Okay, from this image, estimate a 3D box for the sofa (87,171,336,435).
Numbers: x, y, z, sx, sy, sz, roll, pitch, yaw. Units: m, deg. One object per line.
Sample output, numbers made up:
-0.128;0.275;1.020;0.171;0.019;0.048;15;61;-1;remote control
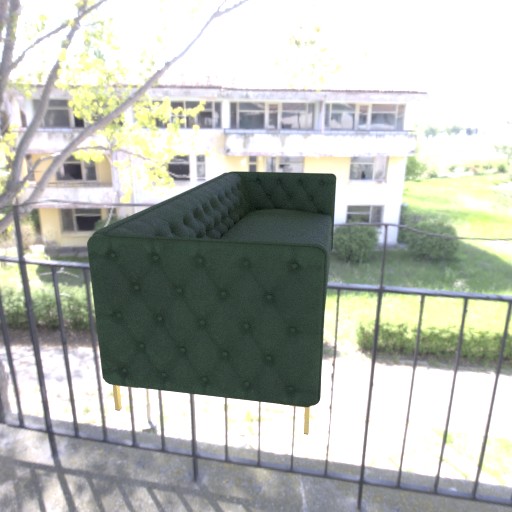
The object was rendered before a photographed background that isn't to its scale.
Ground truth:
0.000;0.000;2.668;0.895;0.771;2.209;3;17;10;sofa
